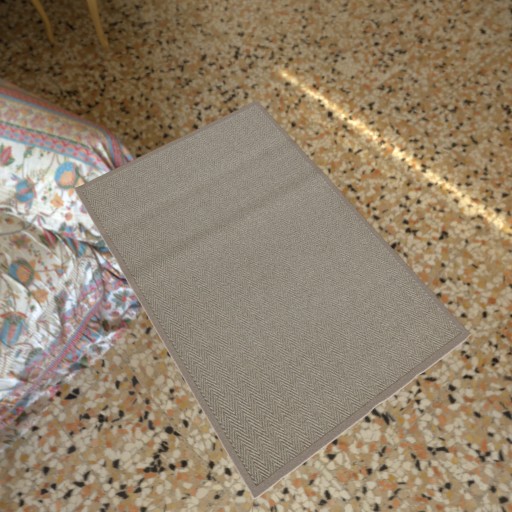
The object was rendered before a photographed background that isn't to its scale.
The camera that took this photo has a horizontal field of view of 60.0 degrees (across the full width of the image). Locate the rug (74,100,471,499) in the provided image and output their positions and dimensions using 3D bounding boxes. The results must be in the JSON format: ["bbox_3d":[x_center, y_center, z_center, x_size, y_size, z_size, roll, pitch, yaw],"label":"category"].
[{"bbox_3d":[0.000,0.000,2.856,1.540,0.021,2.290,-31,67,-15],"label":"rug"}]
